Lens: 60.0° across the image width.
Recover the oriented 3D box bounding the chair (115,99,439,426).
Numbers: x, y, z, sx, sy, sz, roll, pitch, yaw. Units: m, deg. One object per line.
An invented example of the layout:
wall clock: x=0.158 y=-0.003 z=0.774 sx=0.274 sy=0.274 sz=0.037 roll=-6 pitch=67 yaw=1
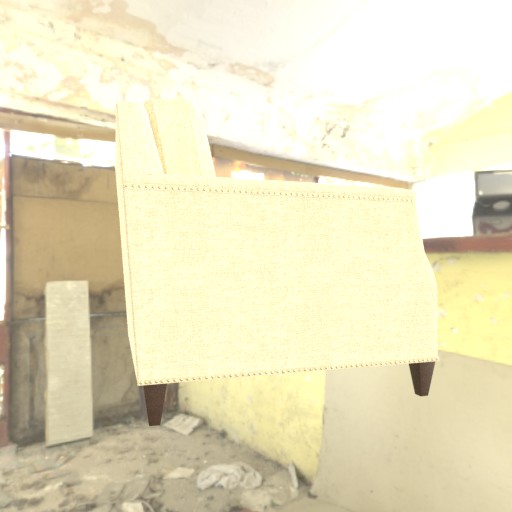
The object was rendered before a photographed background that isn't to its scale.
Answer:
chair: x=0.000 y=0.000 z=1.715 sx=1.041 sy=0.940 sz=0.838 roll=0 pitch=-1 yaw=-18
